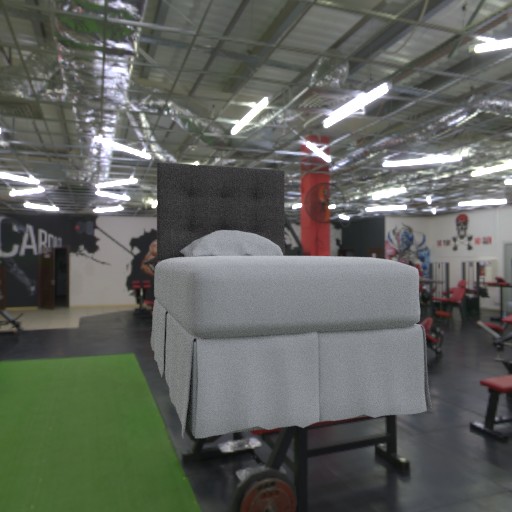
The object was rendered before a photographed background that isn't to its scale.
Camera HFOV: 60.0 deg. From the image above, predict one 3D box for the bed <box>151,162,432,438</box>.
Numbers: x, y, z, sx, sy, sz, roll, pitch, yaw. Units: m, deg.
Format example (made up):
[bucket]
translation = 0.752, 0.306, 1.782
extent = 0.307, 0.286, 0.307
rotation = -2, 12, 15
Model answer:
[bed]
translation = 0.000, 0.000, 2.968
extent = 1.261, 1.571, 1.997
rotation = 0, 0, -18
